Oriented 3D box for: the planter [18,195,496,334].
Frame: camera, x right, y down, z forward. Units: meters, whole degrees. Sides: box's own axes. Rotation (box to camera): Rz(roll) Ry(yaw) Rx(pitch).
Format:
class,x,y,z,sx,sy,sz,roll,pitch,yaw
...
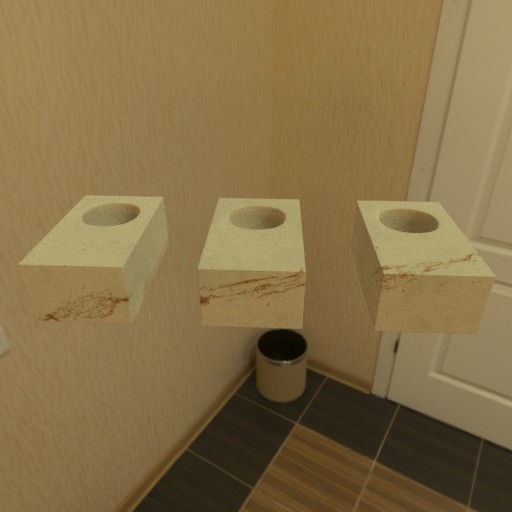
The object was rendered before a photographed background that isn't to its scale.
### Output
class,x,y,z,sx,sy,sz,roll,pitch,yaw
planter,0.000,0.000,0.376,0.333,0.051,0.127,1,30,2
